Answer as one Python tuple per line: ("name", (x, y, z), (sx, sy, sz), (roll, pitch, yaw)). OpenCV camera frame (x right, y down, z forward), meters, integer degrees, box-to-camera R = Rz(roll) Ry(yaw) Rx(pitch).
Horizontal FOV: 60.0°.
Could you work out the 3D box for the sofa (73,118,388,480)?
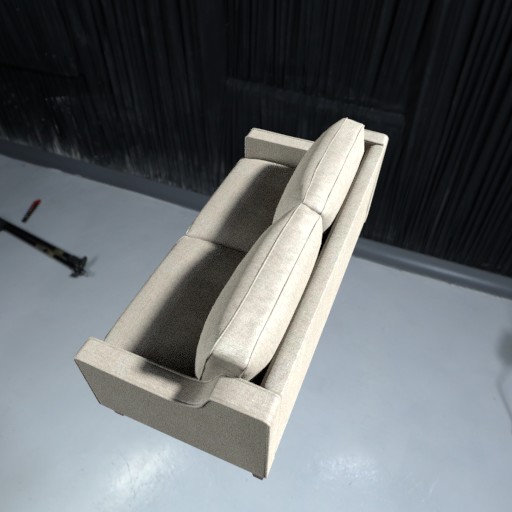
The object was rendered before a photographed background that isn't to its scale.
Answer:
("sofa", (0.000, 0.000, 2.783), (1.073, 1.074, 2.181), (17, 50, 15))
